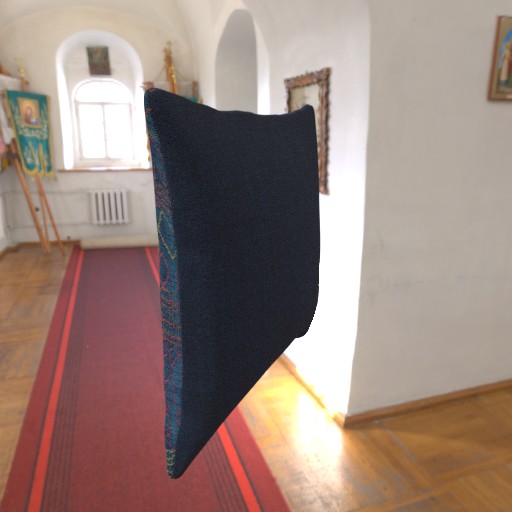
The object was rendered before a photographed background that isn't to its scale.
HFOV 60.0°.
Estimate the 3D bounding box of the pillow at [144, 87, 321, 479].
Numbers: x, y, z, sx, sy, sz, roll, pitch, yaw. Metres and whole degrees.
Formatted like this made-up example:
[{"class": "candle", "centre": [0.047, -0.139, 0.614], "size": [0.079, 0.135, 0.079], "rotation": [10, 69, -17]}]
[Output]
[{"class": "pillow", "centre": [0.000, 0.000, 0.632], "size": [0.141, 0.431, 0.431], "rotation": [8, 17, 25]}]
